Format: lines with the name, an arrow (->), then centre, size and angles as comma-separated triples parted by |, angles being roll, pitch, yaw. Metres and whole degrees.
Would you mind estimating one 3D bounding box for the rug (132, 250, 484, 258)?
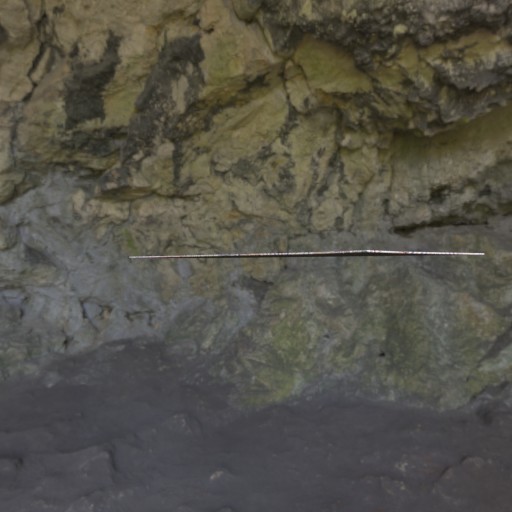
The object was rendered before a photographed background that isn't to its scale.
rug -> 0.000, 0.000, 2.734 | 0.771, 0.009, 2.443 | 0, -1, -35
